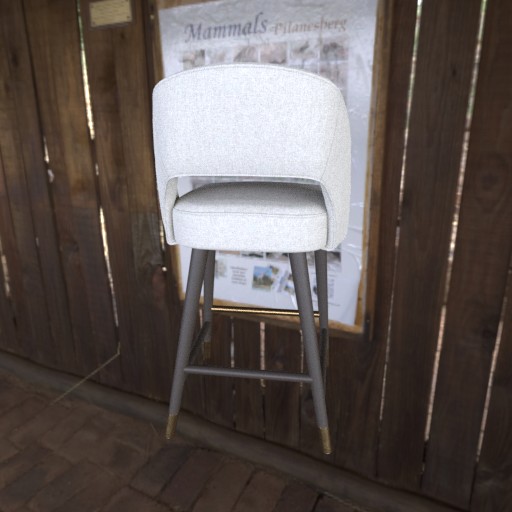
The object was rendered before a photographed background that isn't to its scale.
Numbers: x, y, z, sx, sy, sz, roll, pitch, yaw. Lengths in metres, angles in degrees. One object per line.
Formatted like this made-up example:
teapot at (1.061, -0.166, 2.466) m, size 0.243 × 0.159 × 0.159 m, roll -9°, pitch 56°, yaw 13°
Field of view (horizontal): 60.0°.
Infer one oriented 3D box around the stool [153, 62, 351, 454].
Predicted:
stool at (0.000, 0.000, 1.234) m, size 0.494 × 0.940 × 0.509 m, roll 2°, pitch 17°, yaw 8°
